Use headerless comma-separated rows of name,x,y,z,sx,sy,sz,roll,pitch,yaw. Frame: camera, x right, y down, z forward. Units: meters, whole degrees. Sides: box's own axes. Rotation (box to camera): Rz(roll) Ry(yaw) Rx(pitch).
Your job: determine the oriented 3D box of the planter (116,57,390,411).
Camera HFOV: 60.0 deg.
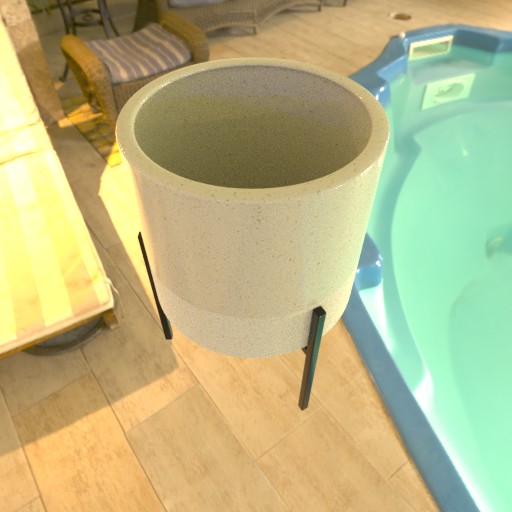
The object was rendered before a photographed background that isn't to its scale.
planter,0.000,0.000,0.332,0.152,0.230,0.159,-24,51,-20
